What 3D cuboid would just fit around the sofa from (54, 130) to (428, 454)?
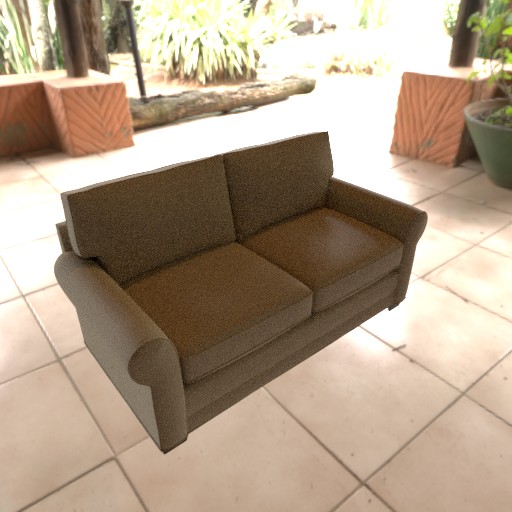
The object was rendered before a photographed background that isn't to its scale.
[{"bbox_3d":[0.000,0.000,2.264,1.774,0.933,0.861,-23,38,-33],"label":"sofa"}]
